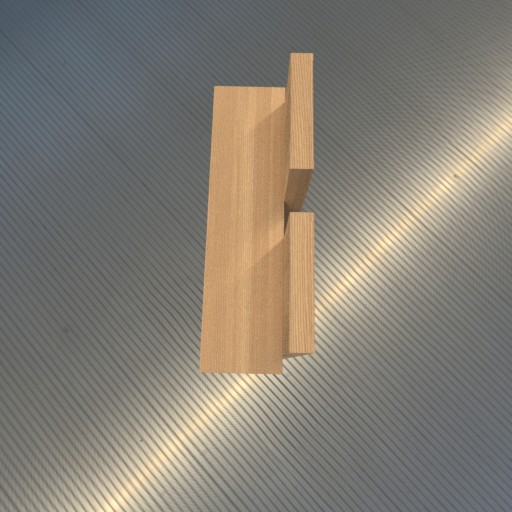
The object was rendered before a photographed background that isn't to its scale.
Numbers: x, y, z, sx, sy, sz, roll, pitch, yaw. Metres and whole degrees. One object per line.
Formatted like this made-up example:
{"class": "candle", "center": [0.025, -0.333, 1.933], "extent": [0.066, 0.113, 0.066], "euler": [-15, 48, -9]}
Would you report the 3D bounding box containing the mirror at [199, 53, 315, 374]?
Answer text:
{"class": "mirror", "center": [0.000, 0.000, 1.591], "extent": [0.260, 1.250, 0.800], "euler": [1, 76, 0]}
